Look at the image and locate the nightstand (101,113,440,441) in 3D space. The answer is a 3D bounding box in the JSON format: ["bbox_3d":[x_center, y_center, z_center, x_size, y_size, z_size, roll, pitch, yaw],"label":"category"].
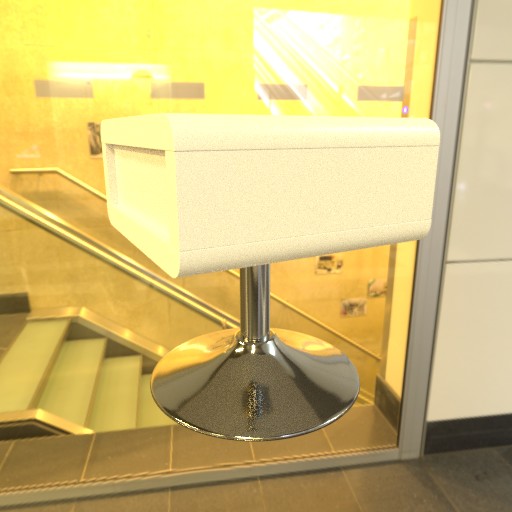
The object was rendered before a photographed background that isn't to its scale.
[{"bbox_3d":[0.000,0.000,0.756,0.404,0.447,0.399,-8,18,-27],"label":"nightstand"}]
